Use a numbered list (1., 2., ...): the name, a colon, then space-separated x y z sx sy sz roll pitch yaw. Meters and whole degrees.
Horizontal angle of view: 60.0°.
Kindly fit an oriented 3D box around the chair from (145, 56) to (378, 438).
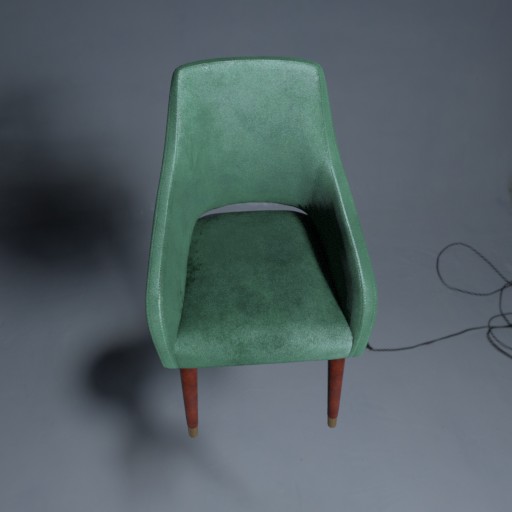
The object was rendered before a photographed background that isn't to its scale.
1. chair: 0.000 0.000 1.559 0.683 1.081 0.794 -3 45 -3
